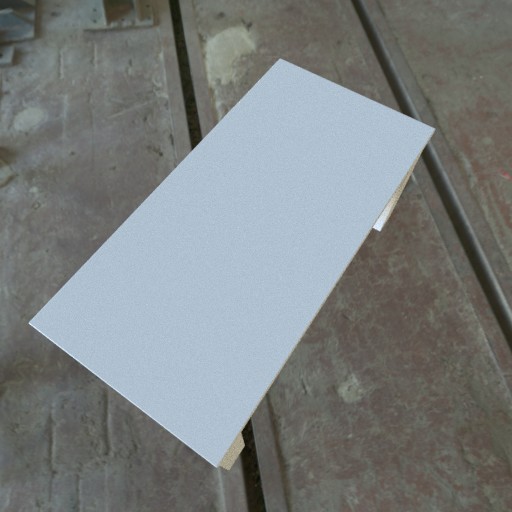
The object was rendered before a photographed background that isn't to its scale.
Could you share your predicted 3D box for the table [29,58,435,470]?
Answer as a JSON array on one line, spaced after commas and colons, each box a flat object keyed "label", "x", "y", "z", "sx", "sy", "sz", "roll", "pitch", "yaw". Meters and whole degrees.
[{"label": "table", "x": 0.000, "y": 0.000, "z": 2.283, "sx": 0.900, "sy": 0.790, "sz": 1.800, "roll": 31, "pitch": 67, "yaw": 15}]
